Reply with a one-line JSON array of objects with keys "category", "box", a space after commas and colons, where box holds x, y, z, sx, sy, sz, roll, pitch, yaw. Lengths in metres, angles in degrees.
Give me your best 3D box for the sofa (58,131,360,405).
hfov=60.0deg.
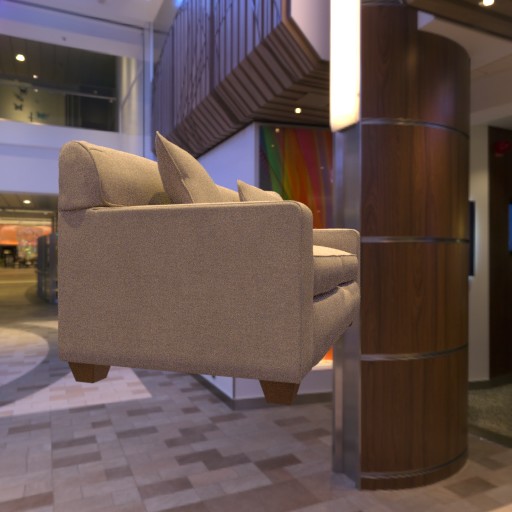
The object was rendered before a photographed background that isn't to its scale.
[{"category": "sofa", "box": [0.000, 0.000, 2.384, 0.998, 0.958, 1.846, 0, 0, 19]}]
